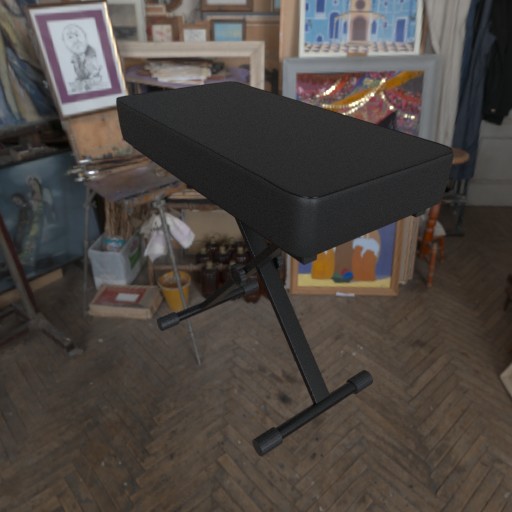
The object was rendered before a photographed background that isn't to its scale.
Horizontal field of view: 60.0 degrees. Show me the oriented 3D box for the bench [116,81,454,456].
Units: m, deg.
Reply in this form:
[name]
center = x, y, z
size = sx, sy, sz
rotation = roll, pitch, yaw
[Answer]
[bench]
center = 0.000, 0.000, 0.916
size = 0.300, 0.561, 0.600
rotation = -21, 38, -29
